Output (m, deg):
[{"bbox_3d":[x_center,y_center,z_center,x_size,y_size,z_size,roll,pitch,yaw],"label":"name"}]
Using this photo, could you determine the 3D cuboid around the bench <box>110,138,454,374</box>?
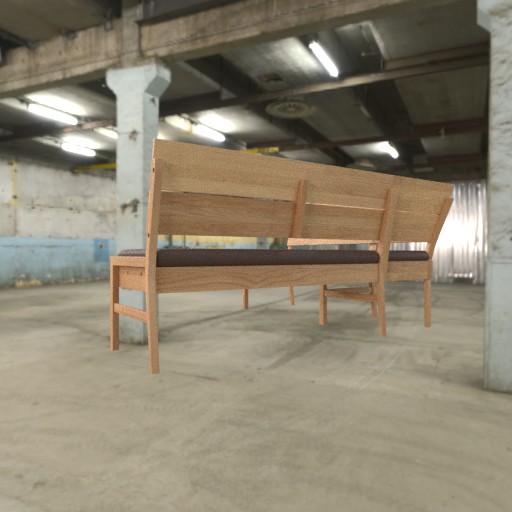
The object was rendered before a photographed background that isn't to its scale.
[{"bbox_3d":[0.000,0.000,2.828,1.975,0.890,1.549,0,0,-35],"label":"bench"}]
